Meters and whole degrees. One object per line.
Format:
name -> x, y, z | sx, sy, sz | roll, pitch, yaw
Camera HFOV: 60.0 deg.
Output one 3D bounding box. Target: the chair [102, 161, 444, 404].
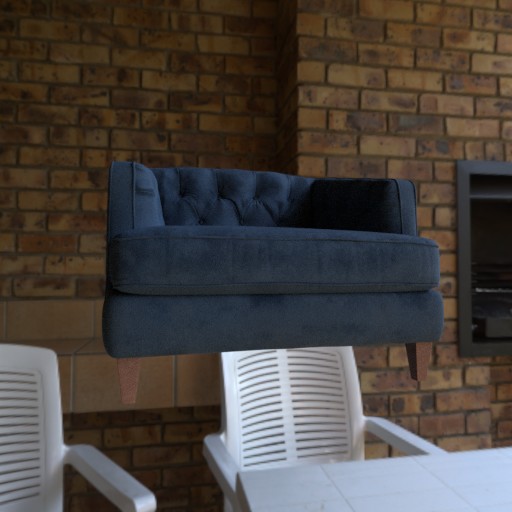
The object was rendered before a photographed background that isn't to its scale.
chair -> 0.000, 0.000, 1.723 | 1.094, 0.852, 0.940 | 1, -2, -16
